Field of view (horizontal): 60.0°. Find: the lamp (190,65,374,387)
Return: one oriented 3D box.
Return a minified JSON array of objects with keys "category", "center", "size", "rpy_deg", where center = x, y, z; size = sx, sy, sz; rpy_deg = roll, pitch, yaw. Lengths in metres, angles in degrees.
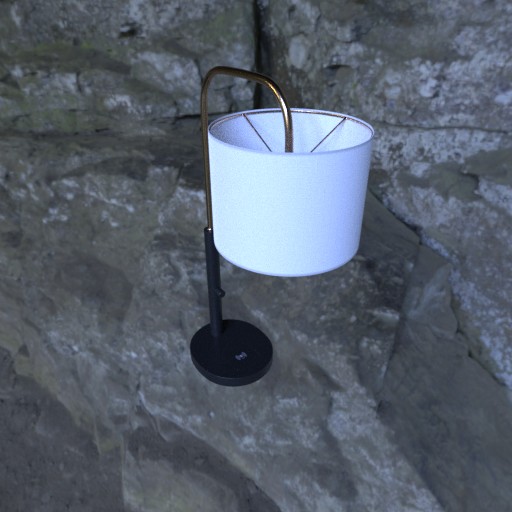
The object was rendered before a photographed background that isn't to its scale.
[{"category":"lamp","center":[0.000,0.000,0.697],"size":[0.199,0.540,0.337],"rpy_deg":[-21,37,-31]}]
